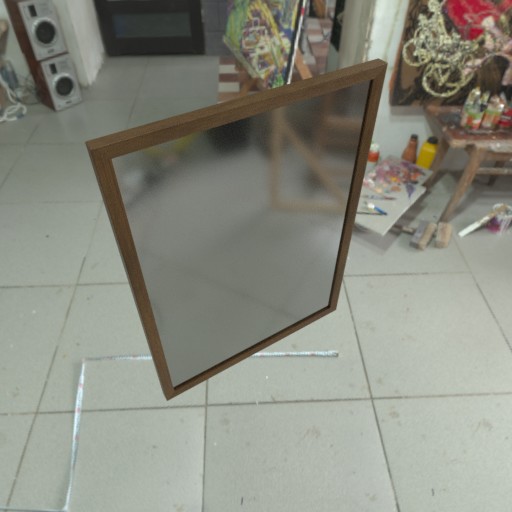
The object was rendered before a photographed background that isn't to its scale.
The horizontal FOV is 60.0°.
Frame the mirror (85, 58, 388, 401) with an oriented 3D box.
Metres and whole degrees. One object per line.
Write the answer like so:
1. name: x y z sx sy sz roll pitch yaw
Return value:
1. mirror: 0.000 0.000 1.353 0.762 1.016 0.040 -24 50 -22
